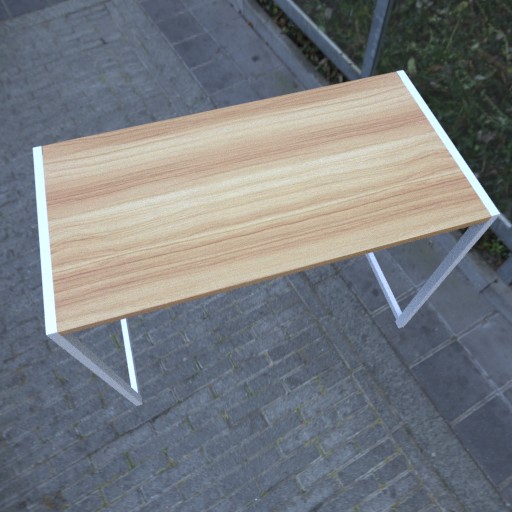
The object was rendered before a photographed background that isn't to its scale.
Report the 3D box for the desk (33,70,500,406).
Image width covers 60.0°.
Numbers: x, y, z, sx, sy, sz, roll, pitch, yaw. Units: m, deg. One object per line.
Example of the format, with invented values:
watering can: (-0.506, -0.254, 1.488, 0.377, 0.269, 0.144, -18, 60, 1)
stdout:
desk: (0.000, 0.000, 1.391, 1.016, 0.762, 0.508, -15, 62, -8)
